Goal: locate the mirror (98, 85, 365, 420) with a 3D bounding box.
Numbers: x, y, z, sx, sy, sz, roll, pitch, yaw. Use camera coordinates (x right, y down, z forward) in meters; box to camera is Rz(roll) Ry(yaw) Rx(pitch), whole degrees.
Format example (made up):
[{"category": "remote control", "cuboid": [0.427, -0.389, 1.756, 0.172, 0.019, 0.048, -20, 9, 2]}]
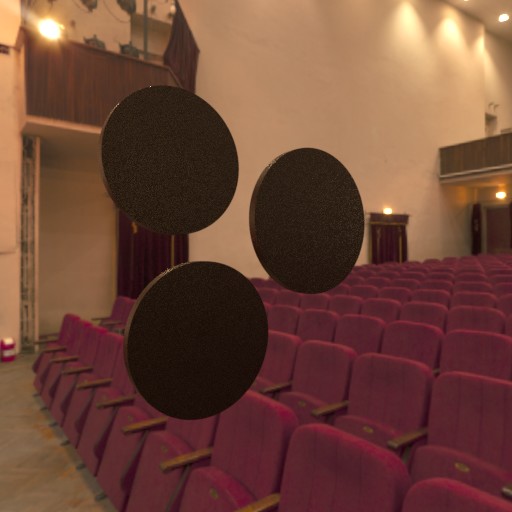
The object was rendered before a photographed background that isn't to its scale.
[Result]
[{"category": "mirror", "cuboid": [0.000, 0.000, 3.133, 2.160, 2.096, 0.076, 0, 0, -35]}]
